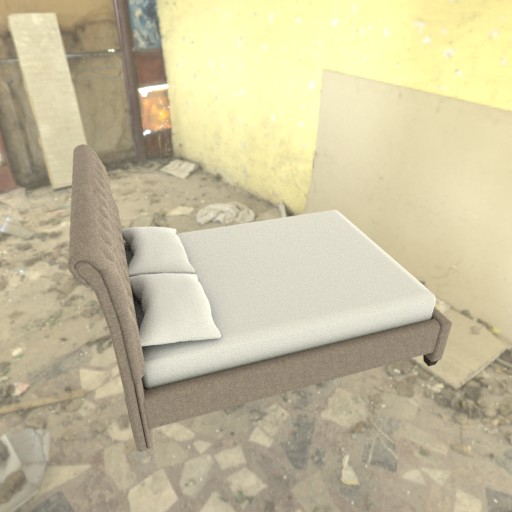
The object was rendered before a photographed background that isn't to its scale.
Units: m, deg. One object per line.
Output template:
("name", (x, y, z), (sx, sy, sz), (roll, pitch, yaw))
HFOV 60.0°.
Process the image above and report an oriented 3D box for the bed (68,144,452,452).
("bed", (0.000, 0.000, 3.191), (2.252, 1.371, 1.645), (-10, 33, -16))
